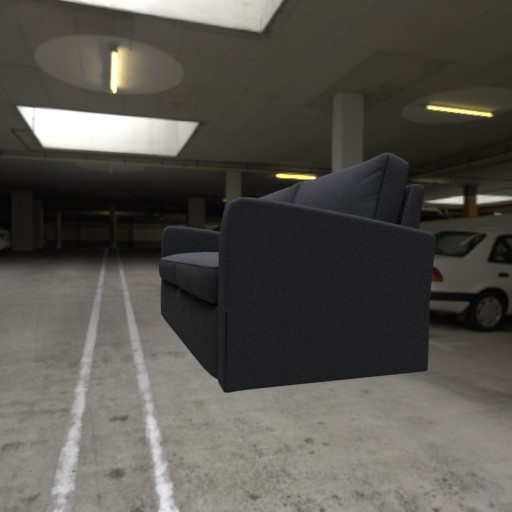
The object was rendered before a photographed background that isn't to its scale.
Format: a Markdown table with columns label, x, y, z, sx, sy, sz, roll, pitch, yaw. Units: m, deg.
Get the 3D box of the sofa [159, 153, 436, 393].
| label | x | y | z | sx | sy | sz | roll | pitch | yaw |
| --- | --- | --- | --- | --- | --- | --- | --- | --- | --- |
| sofa | 0.000 | 0.000 | 2.392 | 0.898 | 0.839 | 1.852 | 0 | 1 | -18 |
